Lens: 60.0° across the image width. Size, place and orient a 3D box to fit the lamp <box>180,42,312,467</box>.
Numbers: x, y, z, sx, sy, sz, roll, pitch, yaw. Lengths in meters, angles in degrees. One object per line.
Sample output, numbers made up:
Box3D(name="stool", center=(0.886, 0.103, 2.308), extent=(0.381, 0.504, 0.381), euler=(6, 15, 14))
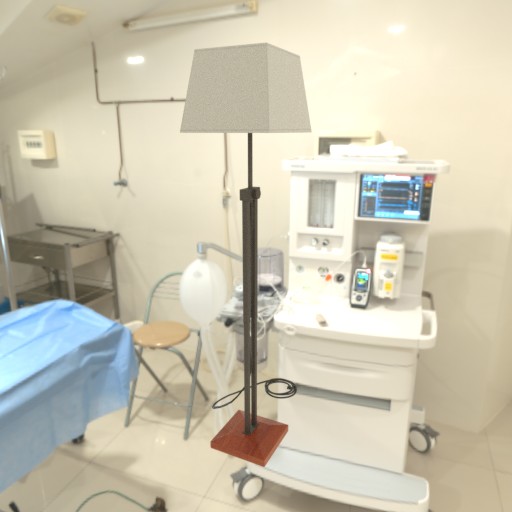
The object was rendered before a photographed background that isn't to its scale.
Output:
Box3D(name="lamp", center=(0.000, 0.000, 2.039), extent=(0.472, 1.712, 0.745), euler=(8, 18, 26))
